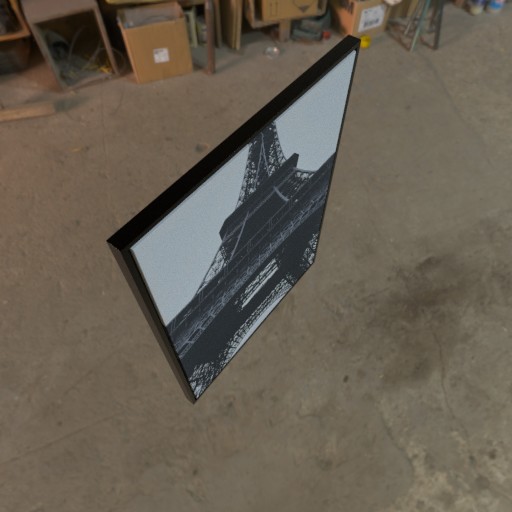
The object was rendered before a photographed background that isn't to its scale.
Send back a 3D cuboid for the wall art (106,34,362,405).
[{"bbox_3d":[0.000,0.000,1.394,0.040,1.062,0.805,34,64,19],"label":"wall art"}]
